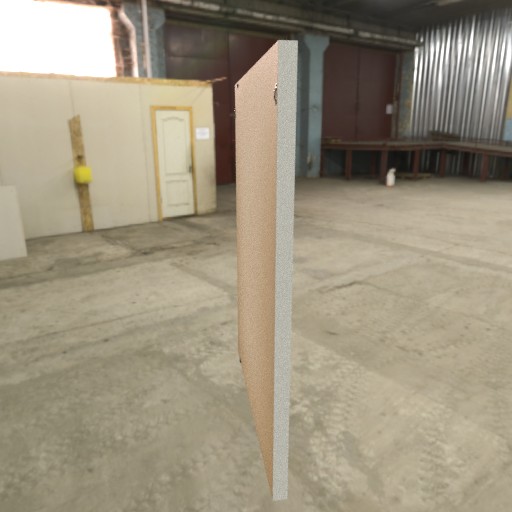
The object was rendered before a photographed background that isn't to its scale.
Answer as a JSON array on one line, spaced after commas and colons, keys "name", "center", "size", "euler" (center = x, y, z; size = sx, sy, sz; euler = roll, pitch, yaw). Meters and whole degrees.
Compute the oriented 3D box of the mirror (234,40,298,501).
[{"name": "mirror", "center": [0.000, 0.000, 1.298], "size": [0.041, 1.016, 0.762], "euler": [-2, 16, -8]}]
